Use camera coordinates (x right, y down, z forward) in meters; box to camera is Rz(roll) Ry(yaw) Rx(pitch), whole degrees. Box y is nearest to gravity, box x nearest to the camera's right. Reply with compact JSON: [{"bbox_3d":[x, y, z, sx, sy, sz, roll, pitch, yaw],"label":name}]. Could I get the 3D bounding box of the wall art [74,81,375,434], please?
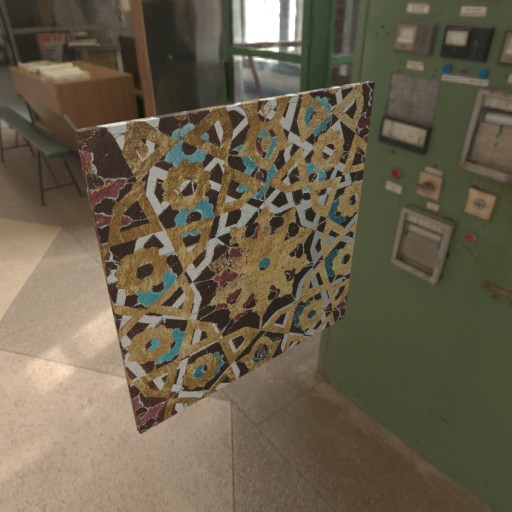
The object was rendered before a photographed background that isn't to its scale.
[{"bbox_3d":[0.000,0.000,0.602,0.404,0.406,0.010,-22,37,-32],"label":"wall art"}]
